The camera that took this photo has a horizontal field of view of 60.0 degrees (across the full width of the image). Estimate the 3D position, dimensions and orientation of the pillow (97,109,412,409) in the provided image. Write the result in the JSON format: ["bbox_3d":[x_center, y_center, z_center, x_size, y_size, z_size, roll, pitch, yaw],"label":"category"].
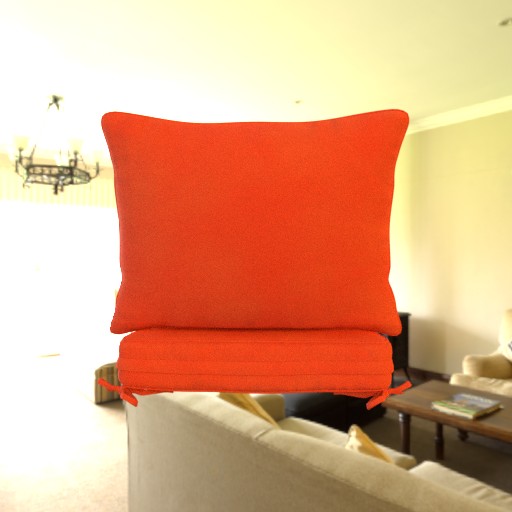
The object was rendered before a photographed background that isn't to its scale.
[{"bbox_3d":[0.000,0.000,1.379,0.798,0.725,0.733,0,0,2],"label":"pillow"}]
